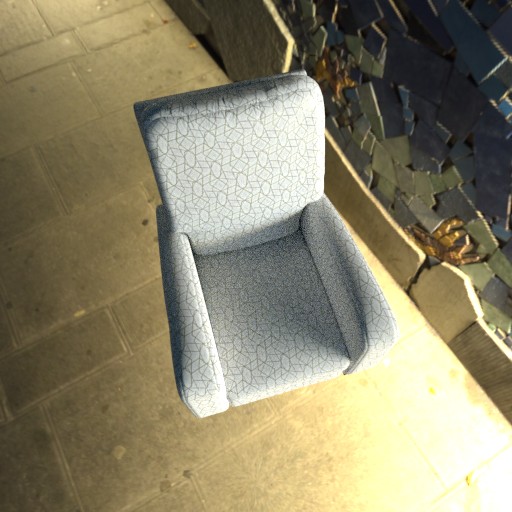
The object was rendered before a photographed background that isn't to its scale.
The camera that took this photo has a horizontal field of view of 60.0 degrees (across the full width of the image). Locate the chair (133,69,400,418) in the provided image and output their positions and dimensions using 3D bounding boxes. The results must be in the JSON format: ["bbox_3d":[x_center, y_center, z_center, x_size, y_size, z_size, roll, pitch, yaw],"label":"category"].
[{"bbox_3d":[0.000,0.000,1.777,0.796,1.064,0.995,-14,64,-7],"label":"chair"}]
